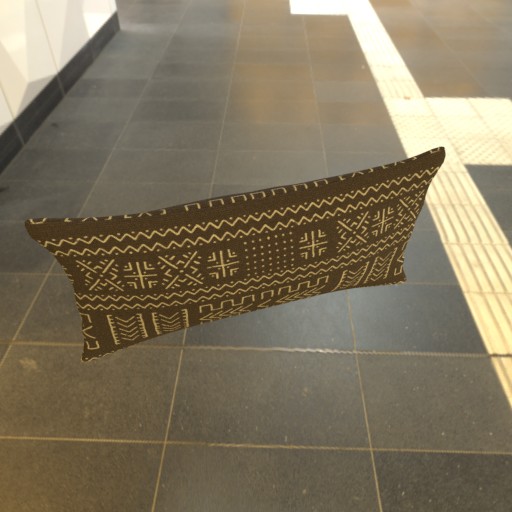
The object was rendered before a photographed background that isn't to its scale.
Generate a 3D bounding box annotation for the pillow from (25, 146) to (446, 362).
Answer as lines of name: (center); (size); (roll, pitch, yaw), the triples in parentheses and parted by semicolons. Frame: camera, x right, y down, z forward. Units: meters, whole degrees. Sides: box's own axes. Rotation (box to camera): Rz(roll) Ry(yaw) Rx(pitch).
pillow: (0.000, 0.000, 0.773); (0.667, 0.322, 0.135); (-12, 45, -13)
